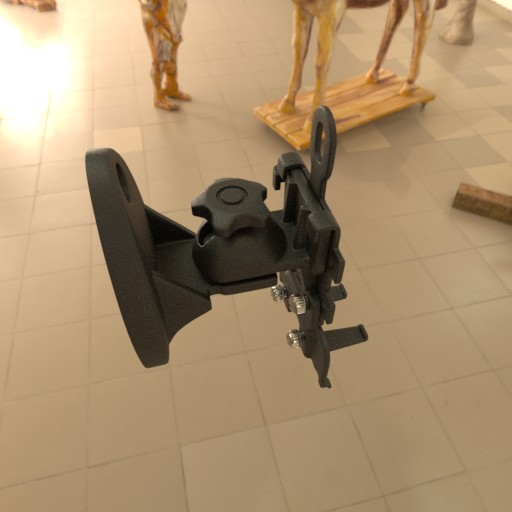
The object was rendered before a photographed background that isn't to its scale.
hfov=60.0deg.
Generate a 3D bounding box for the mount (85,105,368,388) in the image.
[{"bbox_3d":[0.000,0.000,0.173,0.100,0.118,0.066,-10,47,-10],"label":"mount"}]
